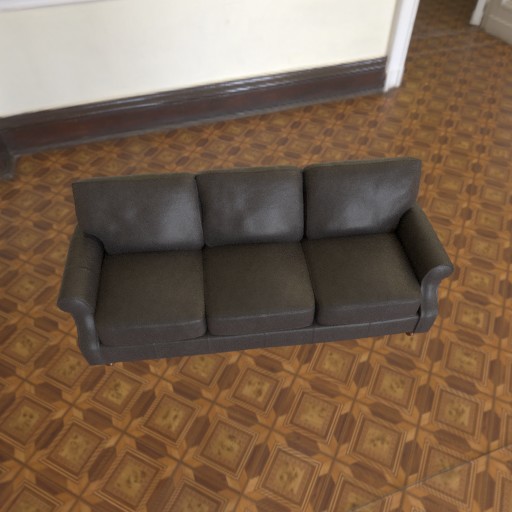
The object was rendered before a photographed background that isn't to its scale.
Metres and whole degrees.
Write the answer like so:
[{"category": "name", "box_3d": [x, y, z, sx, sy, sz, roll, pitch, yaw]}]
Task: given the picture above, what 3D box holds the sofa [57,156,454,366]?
[{"category": "sofa", "box_3d": [0.000, 0.000, 2.917, 2.387, 0.977, 0.974, -5, 46, -5]}]
